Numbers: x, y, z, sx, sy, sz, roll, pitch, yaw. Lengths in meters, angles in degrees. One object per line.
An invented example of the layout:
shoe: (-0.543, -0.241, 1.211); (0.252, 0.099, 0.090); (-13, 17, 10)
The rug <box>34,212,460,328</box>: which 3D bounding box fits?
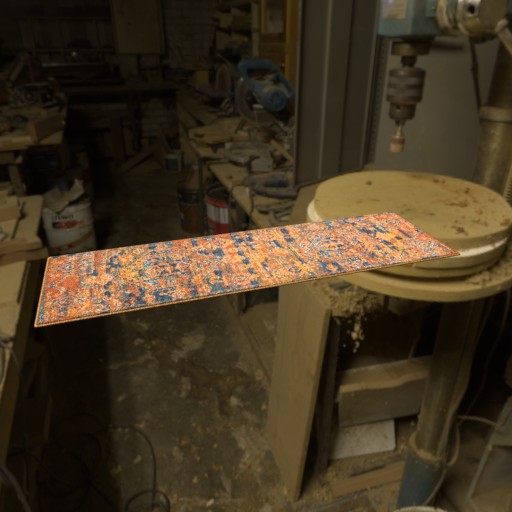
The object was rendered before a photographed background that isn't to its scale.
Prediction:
rug: (0.000, 0.000, 2.040); (1.820, 0.013, 0.556); (-8, 29, -16)
